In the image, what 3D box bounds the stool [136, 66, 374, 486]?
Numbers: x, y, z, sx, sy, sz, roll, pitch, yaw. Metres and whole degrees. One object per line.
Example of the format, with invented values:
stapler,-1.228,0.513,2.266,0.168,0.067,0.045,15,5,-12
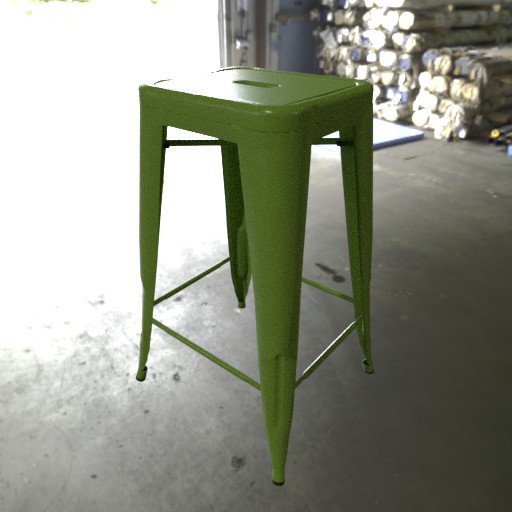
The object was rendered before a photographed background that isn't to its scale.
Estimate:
stool,0.000,0.000,0.823,0.398,0.609,0.358,23,38,33
